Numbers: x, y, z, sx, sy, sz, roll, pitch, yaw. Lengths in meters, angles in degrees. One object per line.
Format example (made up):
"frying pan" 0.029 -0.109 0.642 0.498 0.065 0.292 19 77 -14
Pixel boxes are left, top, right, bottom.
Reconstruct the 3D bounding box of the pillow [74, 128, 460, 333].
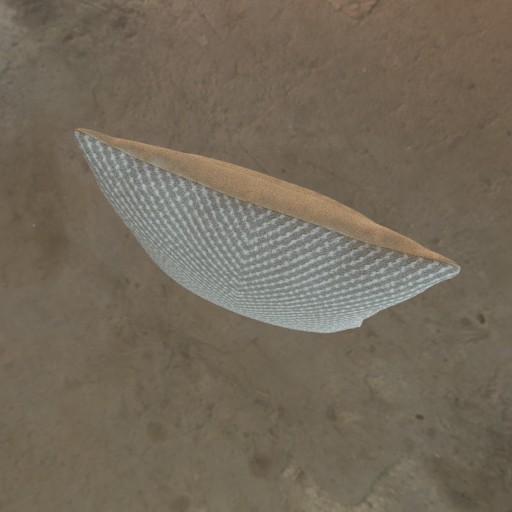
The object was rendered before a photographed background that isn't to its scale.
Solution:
"pillow" 0.000 0.000 0.704 0.459 0.458 0.181 20 77 5
